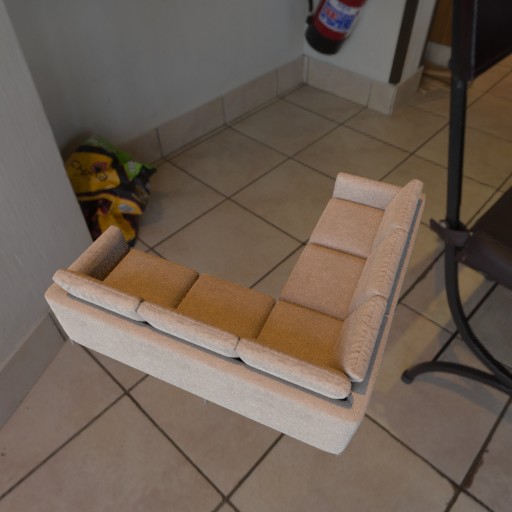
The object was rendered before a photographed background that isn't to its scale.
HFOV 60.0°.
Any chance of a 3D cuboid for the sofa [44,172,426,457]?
[{"bbox_3d":[0.000,0.000,3.843,2.438,0.864,2.438,18,49,16],"label":"sofa"}]
